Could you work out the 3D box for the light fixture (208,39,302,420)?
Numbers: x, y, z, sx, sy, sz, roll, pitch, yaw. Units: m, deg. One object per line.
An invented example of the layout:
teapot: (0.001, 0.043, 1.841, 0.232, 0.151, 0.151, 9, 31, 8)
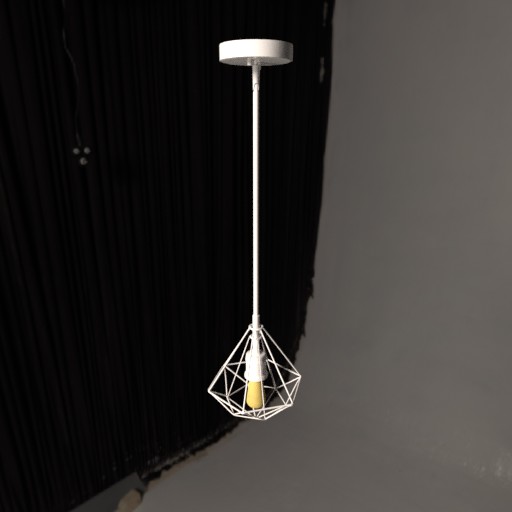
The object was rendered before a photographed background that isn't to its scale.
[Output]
light fixture: (0.000, 0.000, 2.037, 0.487, 1.764, 0.431, 16, 24, 42)
